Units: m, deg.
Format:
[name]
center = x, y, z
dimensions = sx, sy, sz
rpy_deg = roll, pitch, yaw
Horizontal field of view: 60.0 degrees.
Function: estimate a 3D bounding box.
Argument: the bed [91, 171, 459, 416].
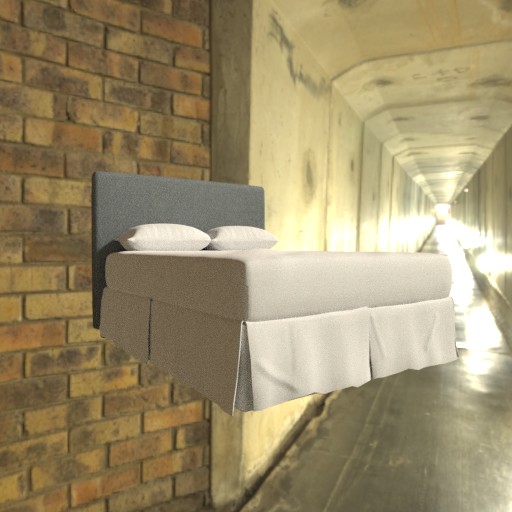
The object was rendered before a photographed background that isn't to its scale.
[bed]
center = 0.000, 0.000, 3.149
dimensions = 1.723, 1.330, 2.142
rpy_deg = -1, 2, -35
